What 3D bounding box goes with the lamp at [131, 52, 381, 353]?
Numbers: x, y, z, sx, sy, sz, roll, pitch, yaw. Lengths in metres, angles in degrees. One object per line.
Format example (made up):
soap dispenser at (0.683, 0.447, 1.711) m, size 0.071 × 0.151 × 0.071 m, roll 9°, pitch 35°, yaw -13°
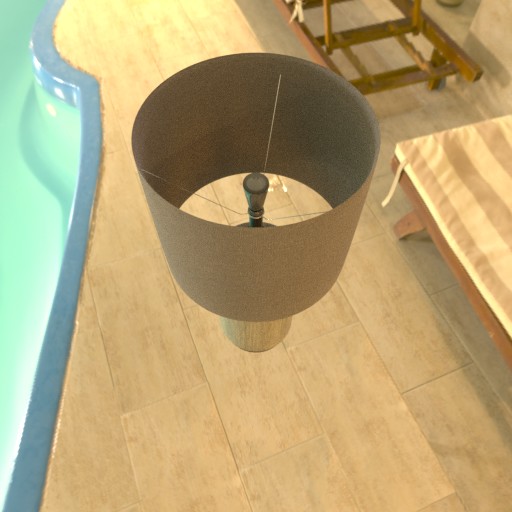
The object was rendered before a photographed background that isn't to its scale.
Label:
lamp at (0.000, 0.000, 0.594) m, size 0.228 × 0.444 × 0.228 m, roll -14°, pitch 59°, yaw -8°
